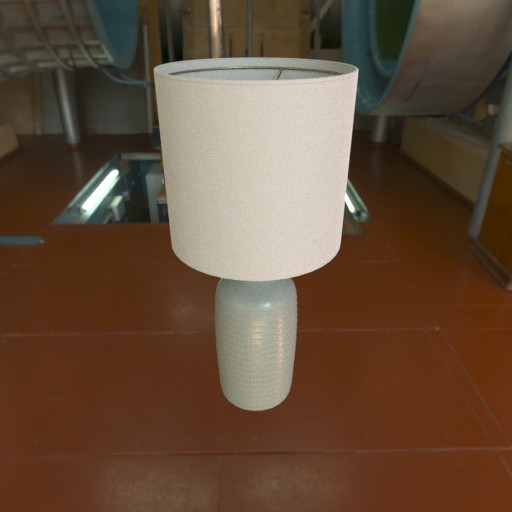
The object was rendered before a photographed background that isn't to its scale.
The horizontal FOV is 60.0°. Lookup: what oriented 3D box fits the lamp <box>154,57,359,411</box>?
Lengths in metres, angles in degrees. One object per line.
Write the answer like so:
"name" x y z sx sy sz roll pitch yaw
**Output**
"lamp" 0.000 0.000 0.601 0.220 0.475 0.220 17 33 28
